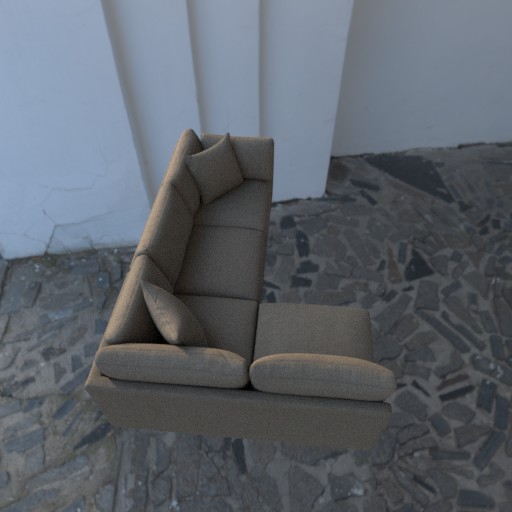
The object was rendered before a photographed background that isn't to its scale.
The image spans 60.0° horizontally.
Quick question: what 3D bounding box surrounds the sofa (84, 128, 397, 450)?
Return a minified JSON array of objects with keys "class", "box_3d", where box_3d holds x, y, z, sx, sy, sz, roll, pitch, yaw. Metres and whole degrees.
[{"class":"sofa","box_3d":[0.000,0.000,3.932,1.994,0.978,2.896,4,47,4]}]
